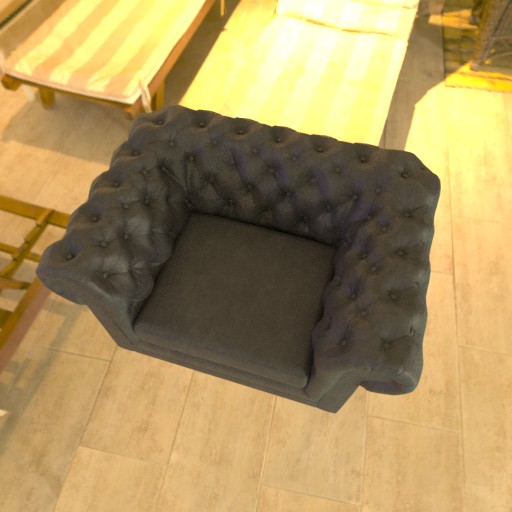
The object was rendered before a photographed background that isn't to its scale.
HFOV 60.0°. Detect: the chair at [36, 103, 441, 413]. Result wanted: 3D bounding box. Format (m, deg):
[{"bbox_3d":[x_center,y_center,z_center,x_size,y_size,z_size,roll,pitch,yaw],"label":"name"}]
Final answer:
[{"bbox_3d":[0.000,0.000,1.862,1.298,0.780,0.943,15,59,9],"label":"chair"}]
